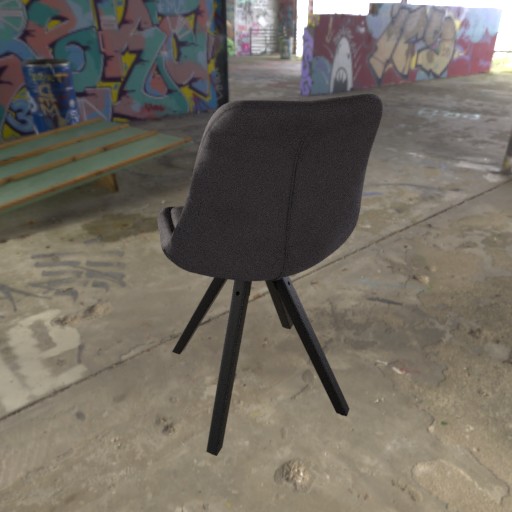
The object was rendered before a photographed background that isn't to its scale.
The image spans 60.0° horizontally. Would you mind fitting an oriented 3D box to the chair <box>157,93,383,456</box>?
[{"bbox_3d":[0.000,0.000,1.148,0.476,0.850,0.550,-10,29,-17],"label":"chair"}]
